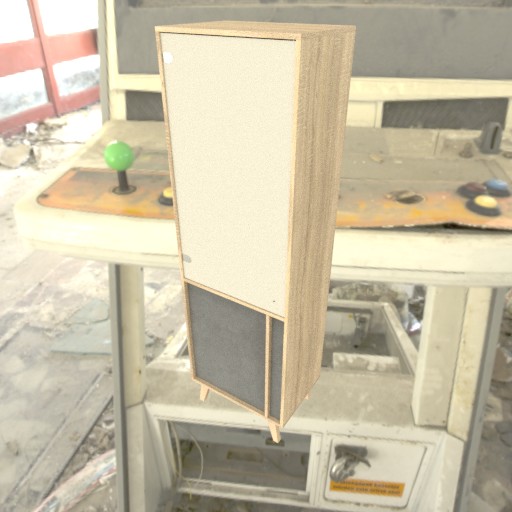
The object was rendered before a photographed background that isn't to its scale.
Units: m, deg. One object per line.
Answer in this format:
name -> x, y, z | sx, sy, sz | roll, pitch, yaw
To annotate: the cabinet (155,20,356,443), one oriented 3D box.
cabinet -> 0.000, 0.000, 2.005 | 0.570, 1.850, 0.400 | 19, 36, 28
